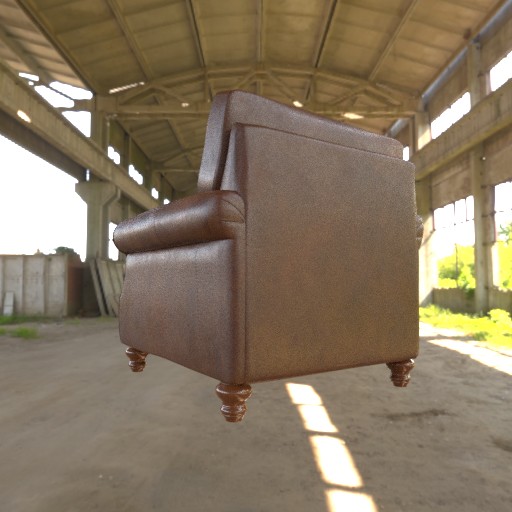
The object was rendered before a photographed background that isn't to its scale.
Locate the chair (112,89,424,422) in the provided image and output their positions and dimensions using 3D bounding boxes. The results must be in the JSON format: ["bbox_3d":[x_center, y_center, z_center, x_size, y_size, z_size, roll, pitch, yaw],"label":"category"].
[{"bbox_3d":[0.000,0.000,1.804,0.989,0.972,0.992,2,-4,-34],"label":"chair"}]
